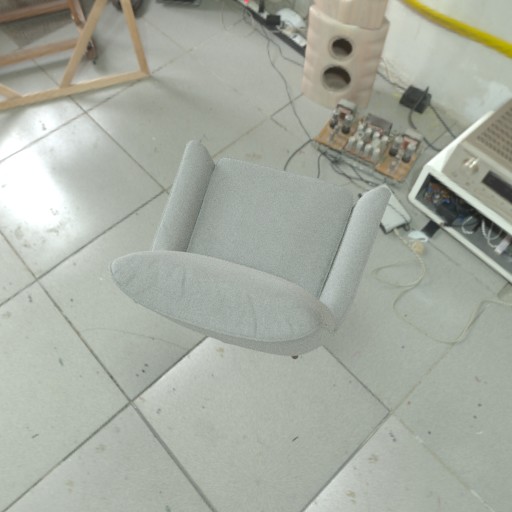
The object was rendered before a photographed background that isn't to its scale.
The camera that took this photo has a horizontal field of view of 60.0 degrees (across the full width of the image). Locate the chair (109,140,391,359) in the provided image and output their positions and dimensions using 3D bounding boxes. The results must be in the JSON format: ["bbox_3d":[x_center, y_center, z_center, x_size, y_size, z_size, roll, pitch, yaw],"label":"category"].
[{"bbox_3d":[0.000,0.000,1.521,0.787,0.888,0.822,16,64,8],"label":"chair"}]
